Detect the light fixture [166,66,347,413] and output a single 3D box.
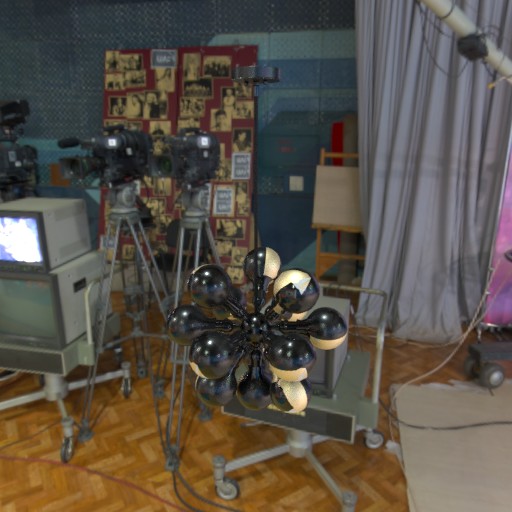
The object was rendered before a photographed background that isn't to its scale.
[{"bbox_3d":[0.000,0.000,1.099,0.420,0.859,0.468,-8,17,-26],"label":"light fixture"}]
